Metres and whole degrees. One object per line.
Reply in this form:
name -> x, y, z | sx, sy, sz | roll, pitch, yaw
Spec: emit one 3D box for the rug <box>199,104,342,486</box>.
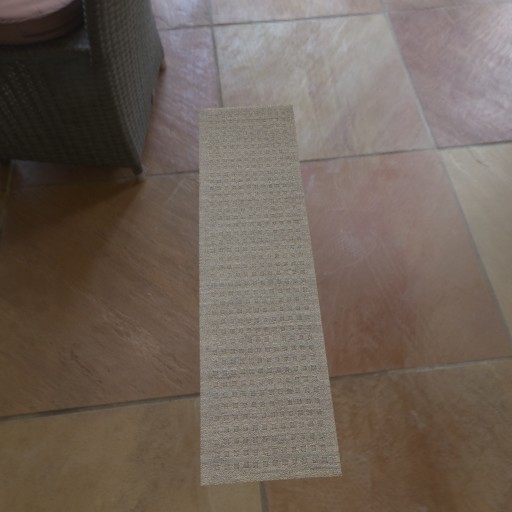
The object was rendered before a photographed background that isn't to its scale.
rug -> 0.000, 0.000, 2.688 | 0.688, 0.005, 2.437 | -3, 63, -2
